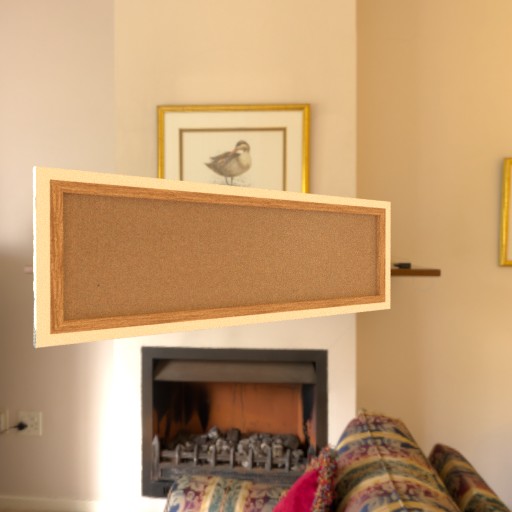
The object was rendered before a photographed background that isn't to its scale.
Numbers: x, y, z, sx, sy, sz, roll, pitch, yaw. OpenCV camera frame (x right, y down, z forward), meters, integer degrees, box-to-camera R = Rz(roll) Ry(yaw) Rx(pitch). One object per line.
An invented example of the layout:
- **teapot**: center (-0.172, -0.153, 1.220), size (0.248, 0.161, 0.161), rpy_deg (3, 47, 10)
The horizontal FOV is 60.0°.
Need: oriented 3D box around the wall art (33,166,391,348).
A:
- **wall art**: center (0.000, 0.000, 1.683), size (1.520, 0.507, 0.044), rpy_deg (0, 0, -35)
